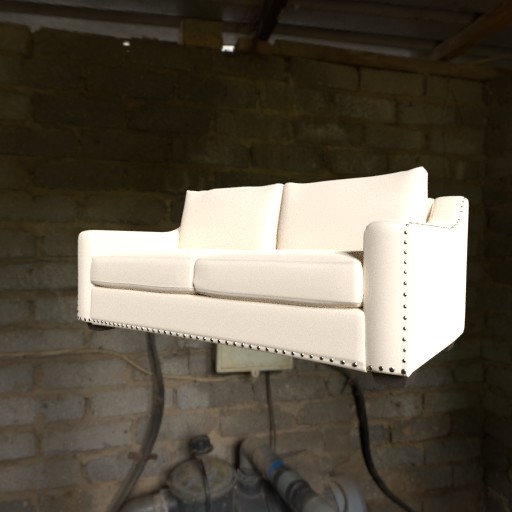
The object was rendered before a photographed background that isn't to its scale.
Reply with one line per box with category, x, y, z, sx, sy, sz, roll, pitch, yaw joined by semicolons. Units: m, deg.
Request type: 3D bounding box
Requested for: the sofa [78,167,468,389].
sofa;0.000;0.000;2.262;1.812;0.830;0.949;1;2;36
